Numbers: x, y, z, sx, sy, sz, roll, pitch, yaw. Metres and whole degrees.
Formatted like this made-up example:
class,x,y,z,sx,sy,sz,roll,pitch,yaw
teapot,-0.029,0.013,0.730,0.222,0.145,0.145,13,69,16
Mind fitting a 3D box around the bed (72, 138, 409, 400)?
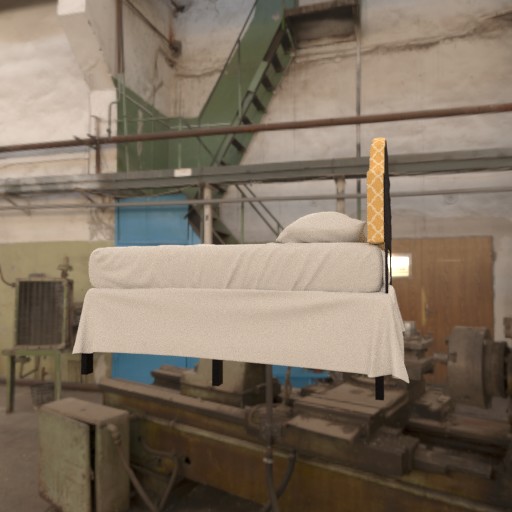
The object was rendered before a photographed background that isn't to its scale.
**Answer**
class,x,y,z,sx,sy,sz,roll,pitch,yaw
bed,0.000,0.000,3.459,2.222,1.633,1.780,-1,-2,18
